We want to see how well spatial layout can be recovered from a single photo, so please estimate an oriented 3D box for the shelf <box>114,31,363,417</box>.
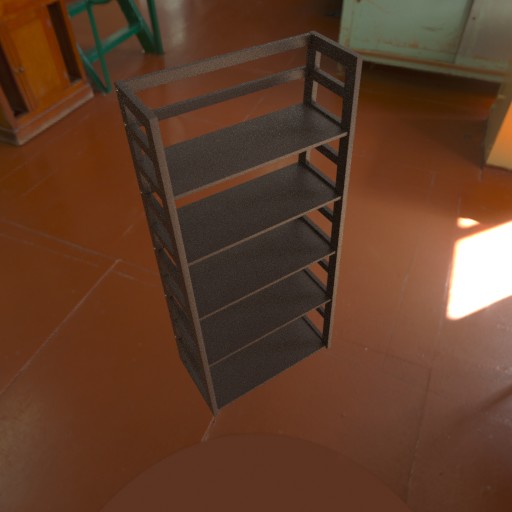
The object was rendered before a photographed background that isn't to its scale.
[{"bbox_3d":[0.000,0.000,1.939,0.763,1.600,0.403,-25,51,-22],"label":"shelf"}]
